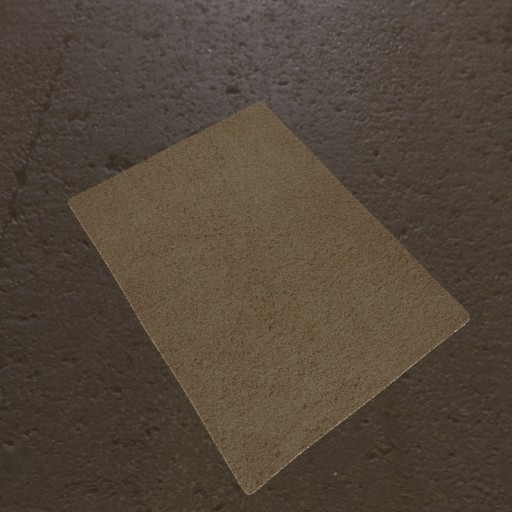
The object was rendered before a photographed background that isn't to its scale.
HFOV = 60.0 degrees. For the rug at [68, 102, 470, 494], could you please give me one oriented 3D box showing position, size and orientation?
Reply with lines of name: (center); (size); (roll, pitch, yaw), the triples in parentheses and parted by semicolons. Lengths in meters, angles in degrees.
rug: (0.000, 0.000, 2.089); (1.199, 0.025, 1.600); (-32, 67, -15)
